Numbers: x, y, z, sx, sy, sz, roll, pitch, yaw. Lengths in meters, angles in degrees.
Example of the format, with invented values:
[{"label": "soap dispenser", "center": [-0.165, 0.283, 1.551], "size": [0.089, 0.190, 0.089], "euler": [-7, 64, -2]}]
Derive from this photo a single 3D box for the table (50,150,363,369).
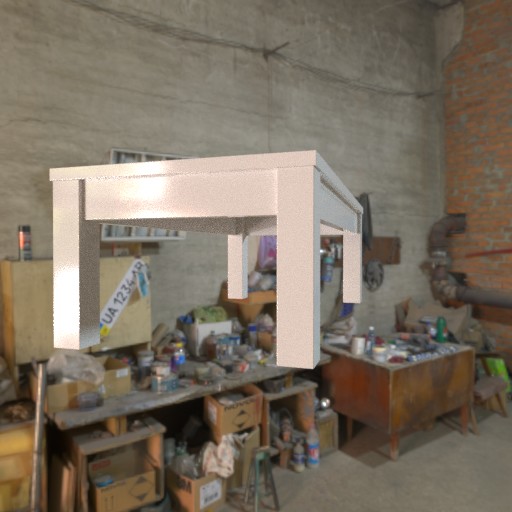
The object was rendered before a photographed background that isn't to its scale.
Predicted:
[{"label": "table", "center": [0.000, 0.000, 1.695], "size": [0.700, 0.470, 1.350], "euler": [0, 1, 18]}]
